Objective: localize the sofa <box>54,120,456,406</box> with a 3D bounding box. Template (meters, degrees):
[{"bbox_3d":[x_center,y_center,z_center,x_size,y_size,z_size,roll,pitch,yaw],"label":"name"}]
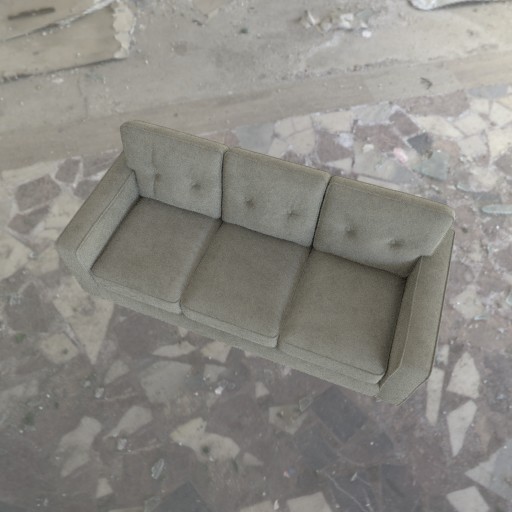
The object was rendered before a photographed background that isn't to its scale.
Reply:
[{"bbox_3d":[0.000,0.000,2.655,2.133,0.965,0.939,18,60,11],"label":"sofa"}]
